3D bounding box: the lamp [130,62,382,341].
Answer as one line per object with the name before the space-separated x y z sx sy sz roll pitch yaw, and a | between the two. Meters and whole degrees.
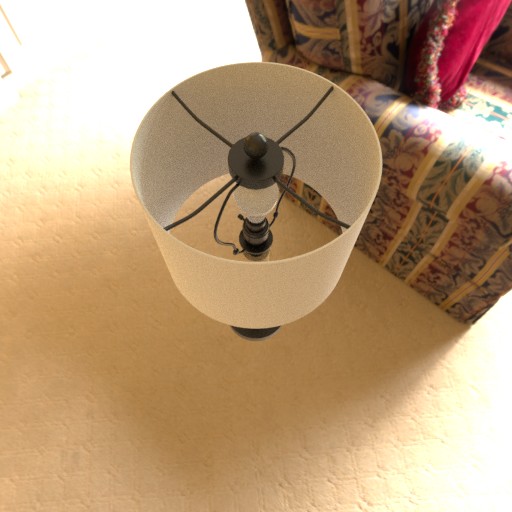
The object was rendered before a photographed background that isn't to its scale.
lamp | 0.000 0.000 0.804 0.305 0.640 0.305 1 64 0
